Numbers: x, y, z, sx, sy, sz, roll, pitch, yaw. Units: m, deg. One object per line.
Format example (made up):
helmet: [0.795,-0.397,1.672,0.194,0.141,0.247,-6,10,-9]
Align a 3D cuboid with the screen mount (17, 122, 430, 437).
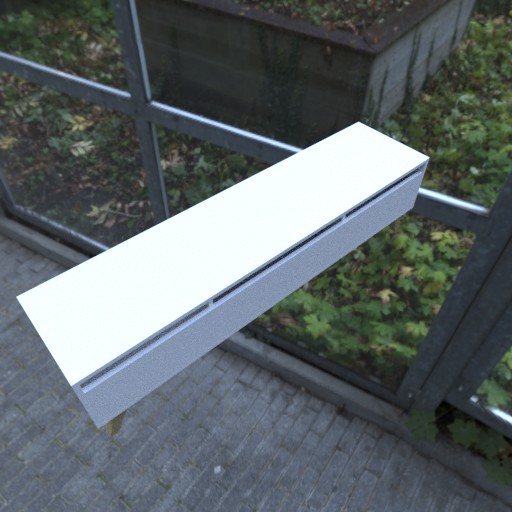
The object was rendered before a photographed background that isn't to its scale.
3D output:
screen mount: [0.000,0.000,1.815,1.644,0.432,0.399,-32,54,-27]
